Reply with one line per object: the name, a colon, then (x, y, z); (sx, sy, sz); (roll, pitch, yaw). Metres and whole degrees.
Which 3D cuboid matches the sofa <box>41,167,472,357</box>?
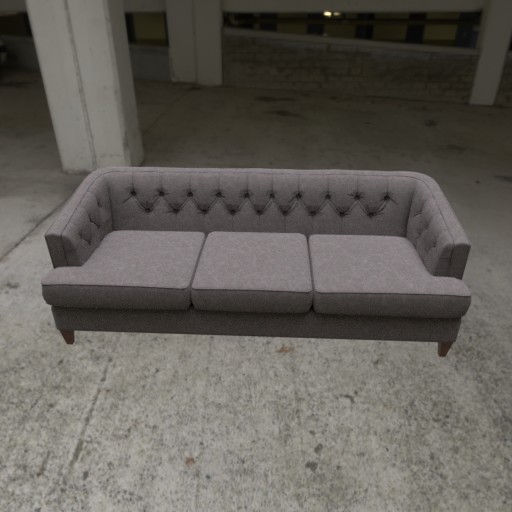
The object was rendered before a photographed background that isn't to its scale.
sofa: (0.000, 0.000, 2.669); (2.247, 0.806, 0.917); (1, 30, 2)
